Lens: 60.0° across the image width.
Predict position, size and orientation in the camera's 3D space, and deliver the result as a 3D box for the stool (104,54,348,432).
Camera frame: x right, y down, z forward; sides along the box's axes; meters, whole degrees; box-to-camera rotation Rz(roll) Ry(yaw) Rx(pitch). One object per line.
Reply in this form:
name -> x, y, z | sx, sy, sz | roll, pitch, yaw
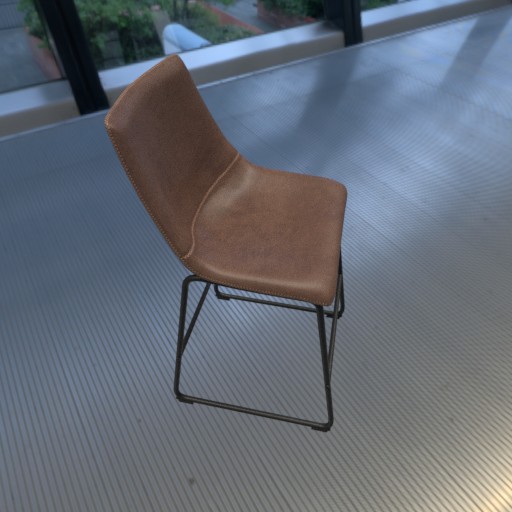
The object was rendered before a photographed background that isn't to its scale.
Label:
stool -> 0.000, 0.000, 1.193 | 0.550, 0.890, 0.460 | 9, 44, 9
